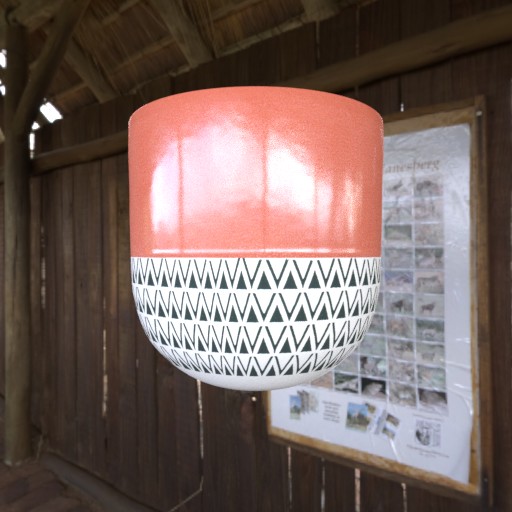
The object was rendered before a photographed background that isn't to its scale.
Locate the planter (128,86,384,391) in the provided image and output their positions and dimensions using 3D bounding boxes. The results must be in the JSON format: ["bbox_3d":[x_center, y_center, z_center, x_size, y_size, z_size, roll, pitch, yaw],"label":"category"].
[{"bbox_3d":[0.000,0.000,0.482,0.266,0.270,0.266,0,0,0],"label":"planter"}]
